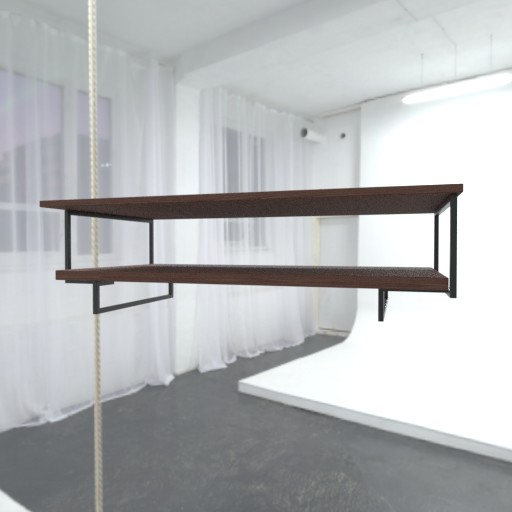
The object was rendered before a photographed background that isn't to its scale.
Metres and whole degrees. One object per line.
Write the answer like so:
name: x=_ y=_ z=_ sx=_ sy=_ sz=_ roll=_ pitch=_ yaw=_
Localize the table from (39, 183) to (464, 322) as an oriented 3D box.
table: x=0.000 y=0.000 z=1.497 sx=1.197 sy=0.347 sz=0.651 roll=0 pitch=1 yaw=18
